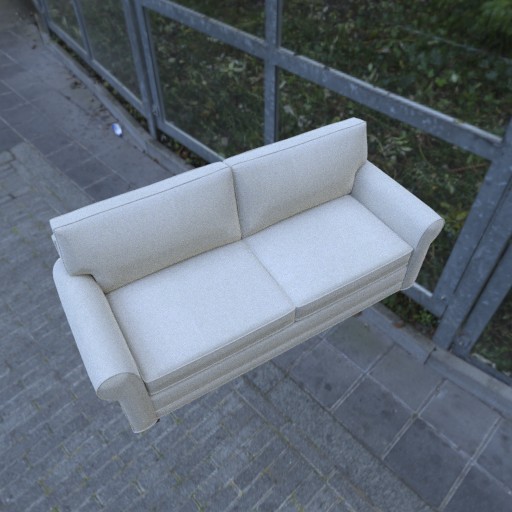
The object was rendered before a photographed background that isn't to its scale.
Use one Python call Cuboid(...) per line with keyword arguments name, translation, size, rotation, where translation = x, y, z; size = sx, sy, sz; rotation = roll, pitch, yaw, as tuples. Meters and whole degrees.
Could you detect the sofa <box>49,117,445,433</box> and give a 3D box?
Cuboid(name="sofa", translation=(0.000, 0.000, 2.632), size=(2.146, 0.962, 0.901), rotation=(-23, 51, -21))
